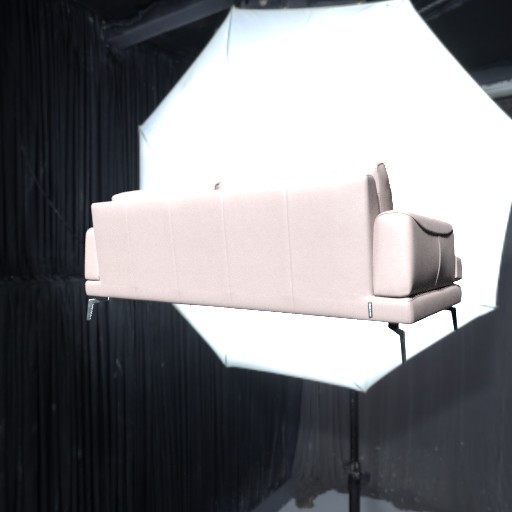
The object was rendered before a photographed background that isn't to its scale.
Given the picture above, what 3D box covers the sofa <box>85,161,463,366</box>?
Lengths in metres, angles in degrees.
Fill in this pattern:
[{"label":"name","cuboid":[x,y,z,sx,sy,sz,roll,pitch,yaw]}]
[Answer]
[{"label":"sofa","cuboid":[0.000,0.000,2.435,1.940,0.765,0.974,0,0,35]}]
